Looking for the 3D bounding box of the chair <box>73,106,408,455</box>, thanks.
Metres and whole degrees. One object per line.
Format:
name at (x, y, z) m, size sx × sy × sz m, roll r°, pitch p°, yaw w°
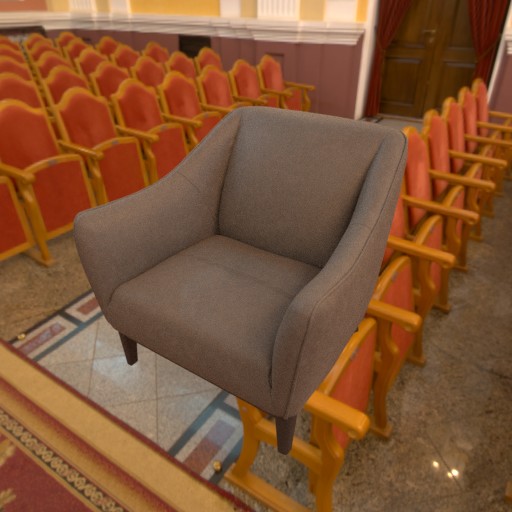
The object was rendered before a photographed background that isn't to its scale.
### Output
chair at (0.000, 0.000, 1.566) m, size 0.871 × 0.830 × 0.852 m, roll 19°, pitch 36°, yaw 29°
